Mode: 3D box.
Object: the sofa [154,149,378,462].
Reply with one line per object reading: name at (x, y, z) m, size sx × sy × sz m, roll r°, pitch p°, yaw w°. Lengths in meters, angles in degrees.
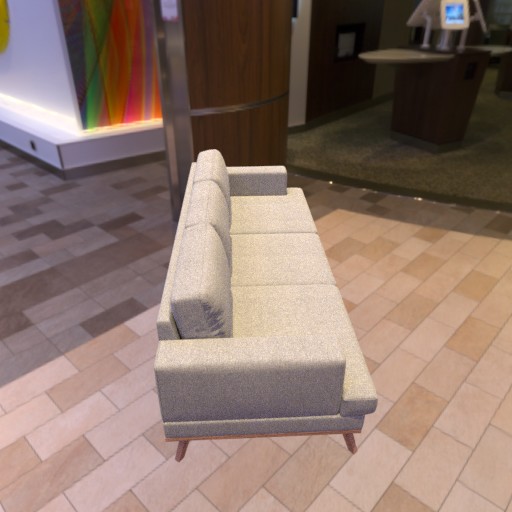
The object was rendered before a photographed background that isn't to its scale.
sofa at (0.000, 0.000, 2.793) m, size 0.920 × 0.810 × 2.310 m, roll -1°, pitch 31°, yaw -3°
